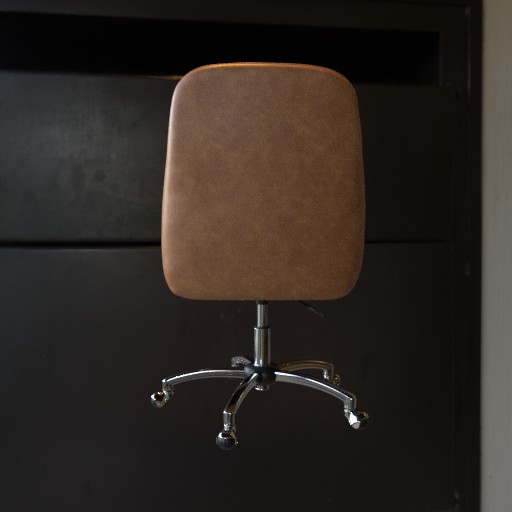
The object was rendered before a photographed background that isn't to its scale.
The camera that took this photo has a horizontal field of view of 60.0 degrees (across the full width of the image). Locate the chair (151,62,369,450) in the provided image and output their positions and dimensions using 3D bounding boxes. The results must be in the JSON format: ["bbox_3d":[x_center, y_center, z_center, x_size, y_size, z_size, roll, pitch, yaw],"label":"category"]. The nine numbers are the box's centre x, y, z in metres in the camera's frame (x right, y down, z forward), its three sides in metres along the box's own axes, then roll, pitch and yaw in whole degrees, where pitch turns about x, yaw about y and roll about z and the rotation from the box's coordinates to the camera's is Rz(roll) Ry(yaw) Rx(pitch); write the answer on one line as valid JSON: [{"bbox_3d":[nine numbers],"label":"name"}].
[{"bbox_3d":[0.000,0.000,1.324,0.628,0.909,0.615,0,1,-1],"label":"chair"}]
